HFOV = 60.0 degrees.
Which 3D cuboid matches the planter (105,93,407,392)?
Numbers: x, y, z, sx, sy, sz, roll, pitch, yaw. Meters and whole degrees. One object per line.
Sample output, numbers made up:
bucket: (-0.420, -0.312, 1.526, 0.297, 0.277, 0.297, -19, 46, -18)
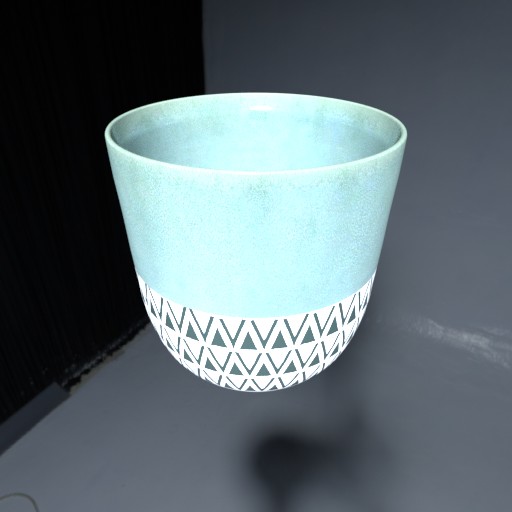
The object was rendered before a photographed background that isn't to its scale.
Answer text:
planter: (0.000, 0.000, 0.357, 0.198, 0.214, 0.198, 0, 31, 0)
